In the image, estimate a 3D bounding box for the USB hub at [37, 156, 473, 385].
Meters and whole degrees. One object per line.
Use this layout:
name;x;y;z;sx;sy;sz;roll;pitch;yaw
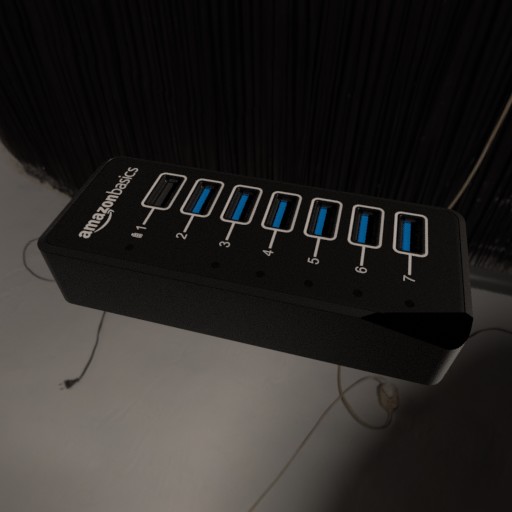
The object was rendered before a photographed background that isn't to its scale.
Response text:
USB hub;0.000;0.000;0.128;0.110;0.023;0.044;11;48;10
